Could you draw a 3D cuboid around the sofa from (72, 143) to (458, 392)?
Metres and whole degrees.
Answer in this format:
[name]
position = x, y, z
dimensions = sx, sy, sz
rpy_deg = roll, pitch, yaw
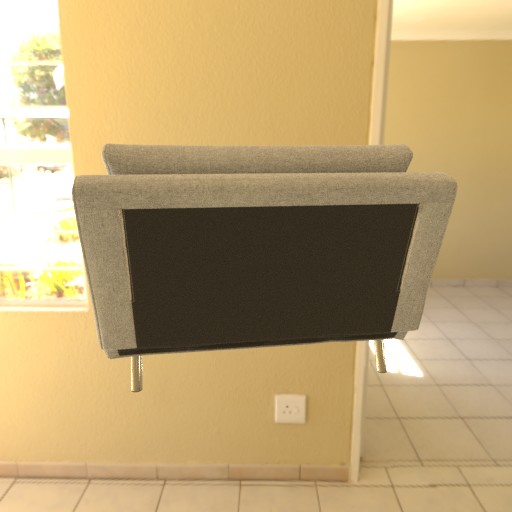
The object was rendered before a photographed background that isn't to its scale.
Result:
[sofa]
position = 0.000, 0.000, 1.865
dimensions = 1.220, 0.910, 0.910
rpy_deg = -2, 14, -8
